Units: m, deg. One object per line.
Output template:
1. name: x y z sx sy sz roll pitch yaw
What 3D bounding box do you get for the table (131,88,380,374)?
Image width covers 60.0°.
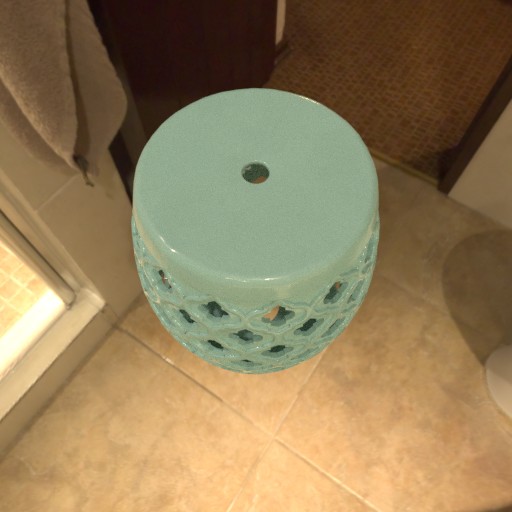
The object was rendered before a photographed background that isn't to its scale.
1. table: 0.000 0.000 0.642 0.325 0.388 0.325 0 63 0
